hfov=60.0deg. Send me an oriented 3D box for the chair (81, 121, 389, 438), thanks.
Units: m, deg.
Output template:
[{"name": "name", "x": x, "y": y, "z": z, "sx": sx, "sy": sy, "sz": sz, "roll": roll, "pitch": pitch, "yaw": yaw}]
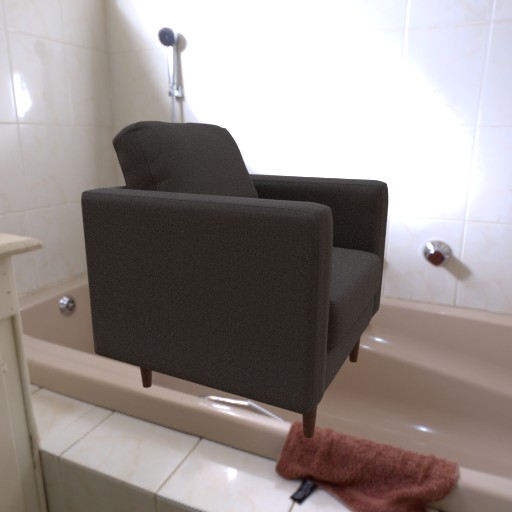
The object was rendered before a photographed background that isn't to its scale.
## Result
[{"name": "chair", "x": 0.000, "y": 0.000, "z": 1.588, "sx": 0.800, "sy": 0.927, "sz": 0.854, "roll": 7, "pitch": 16, "yaw": 26}]
